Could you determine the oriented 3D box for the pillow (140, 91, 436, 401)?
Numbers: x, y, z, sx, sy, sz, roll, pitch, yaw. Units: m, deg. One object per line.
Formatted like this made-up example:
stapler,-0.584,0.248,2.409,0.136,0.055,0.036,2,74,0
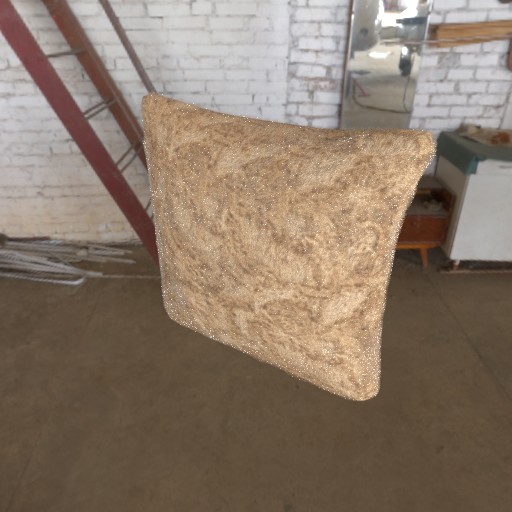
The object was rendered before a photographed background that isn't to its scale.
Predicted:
pillow,0.000,0.000,0.812,0.538,0.525,0.216,18,34,28
